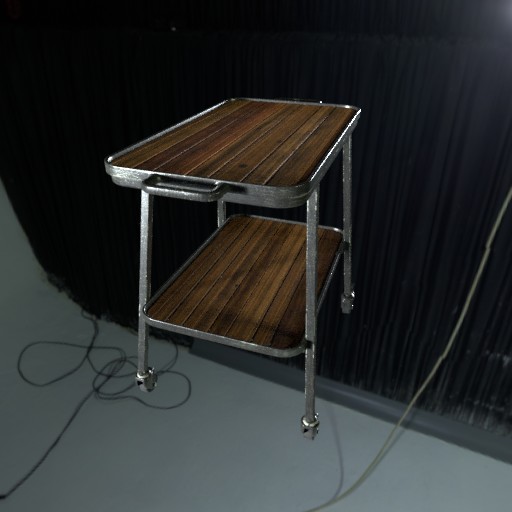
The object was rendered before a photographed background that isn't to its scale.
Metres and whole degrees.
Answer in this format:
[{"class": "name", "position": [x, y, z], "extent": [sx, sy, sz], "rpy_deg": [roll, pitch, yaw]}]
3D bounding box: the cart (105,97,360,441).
[{"class": "cart", "position": [0.000, 0.000, 1.228], "extent": [0.515, 0.700, 0.806], "rpy_deg": [10, 32, 17]}]
